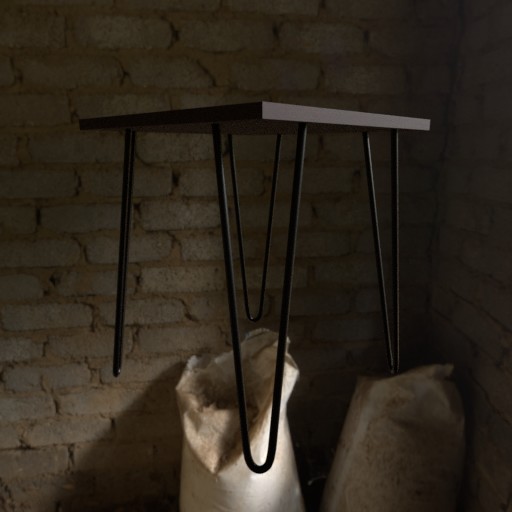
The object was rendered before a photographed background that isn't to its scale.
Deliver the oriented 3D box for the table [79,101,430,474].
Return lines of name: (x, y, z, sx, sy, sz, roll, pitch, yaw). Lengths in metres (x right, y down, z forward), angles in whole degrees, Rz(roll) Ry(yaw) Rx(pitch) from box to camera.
table: (0.000, 0.000, 0.948, 0.495, 0.559, 0.495, 13, 19, 42)
